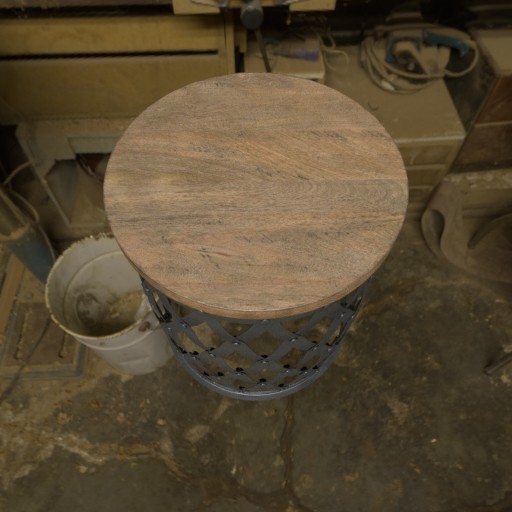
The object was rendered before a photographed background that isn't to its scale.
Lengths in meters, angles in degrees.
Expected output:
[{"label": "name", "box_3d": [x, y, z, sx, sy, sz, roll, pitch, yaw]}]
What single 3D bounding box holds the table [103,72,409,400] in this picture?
[{"label": "table", "box_3d": [0.000, 0.000, 0.789, 0.405, 0.454, 0.405, 0, 60, 0]}]
